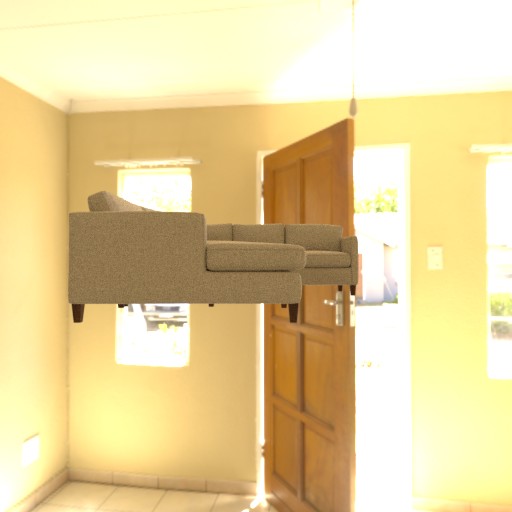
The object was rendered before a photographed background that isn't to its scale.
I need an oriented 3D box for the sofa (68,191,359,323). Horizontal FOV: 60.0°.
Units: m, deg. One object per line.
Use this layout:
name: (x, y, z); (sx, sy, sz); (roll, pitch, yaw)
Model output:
sofa: (0.000, 0.000, 4.685); (2.593, 0.959, 3.460); (0, -1, 0)
